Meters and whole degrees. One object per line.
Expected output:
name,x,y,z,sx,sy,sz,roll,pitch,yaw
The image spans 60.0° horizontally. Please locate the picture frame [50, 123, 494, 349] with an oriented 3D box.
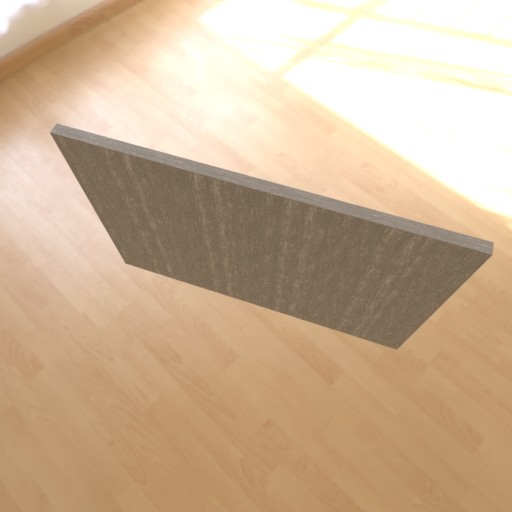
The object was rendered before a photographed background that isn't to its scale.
picture frame,0.000,0.000,1.196,0.950,0.640,0.029,17,64,9
